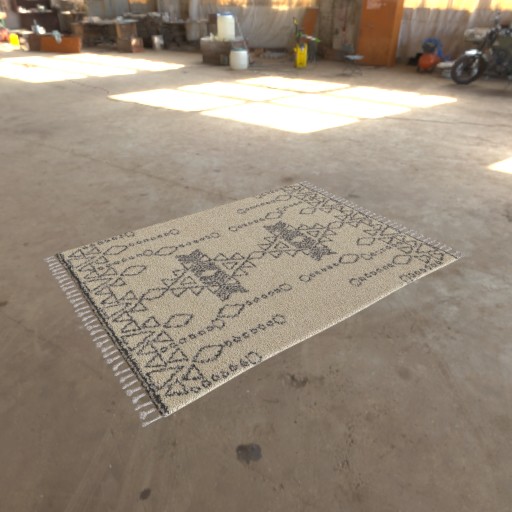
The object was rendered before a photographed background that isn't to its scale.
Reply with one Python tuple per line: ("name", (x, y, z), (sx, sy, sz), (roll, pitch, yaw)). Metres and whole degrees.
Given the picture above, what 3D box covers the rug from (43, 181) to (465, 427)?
("rug", (0.000, 0.000, 3.838), (3.027, 0.028, 2.125), (-21, 37, -30))
